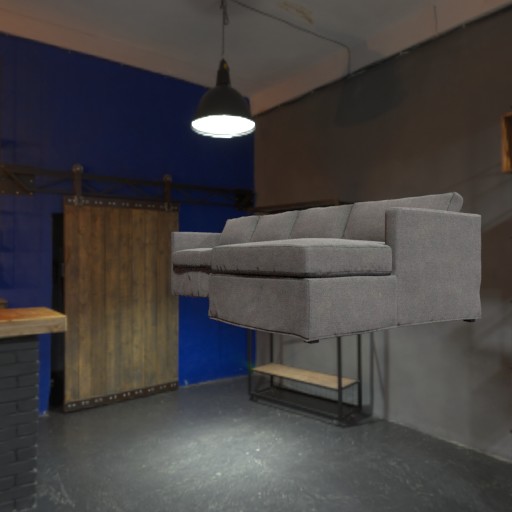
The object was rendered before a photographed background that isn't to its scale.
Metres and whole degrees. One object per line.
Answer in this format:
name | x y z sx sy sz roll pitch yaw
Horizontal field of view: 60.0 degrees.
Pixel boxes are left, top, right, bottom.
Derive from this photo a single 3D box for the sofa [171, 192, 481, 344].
sofa | 0.000 0.000 3.897 1.650 0.922 3.205 0 0 -35
